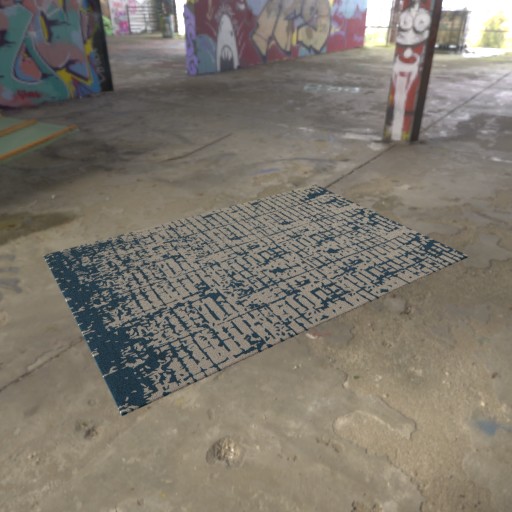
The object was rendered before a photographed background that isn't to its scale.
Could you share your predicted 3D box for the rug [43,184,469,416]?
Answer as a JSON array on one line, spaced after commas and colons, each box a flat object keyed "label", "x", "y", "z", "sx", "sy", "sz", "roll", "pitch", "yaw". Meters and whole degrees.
[{"label": "rug", "x": 0.000, "y": 0.000, "z": 2.284, "sx": 1.828, "sy": 0.007, "sz": 1.220, "roll": -18, "pitch": 35, "yaw": -28}]
